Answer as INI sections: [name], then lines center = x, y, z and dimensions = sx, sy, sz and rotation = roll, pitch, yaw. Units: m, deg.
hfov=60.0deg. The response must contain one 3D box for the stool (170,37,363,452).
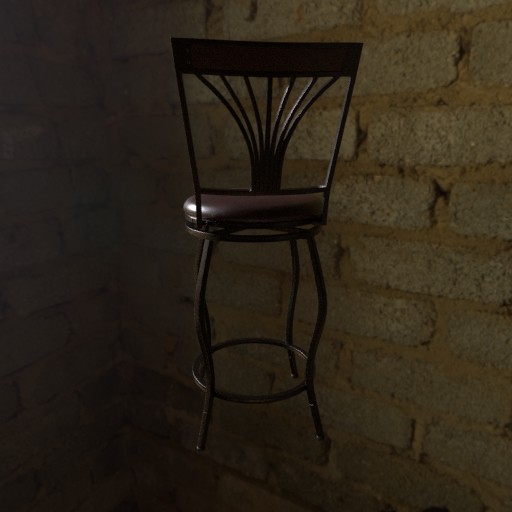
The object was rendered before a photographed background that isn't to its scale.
[stool]
center = 0.000, 0.000, 1.344
dimensions = 0.433, 1.117, 0.514
rotation = -2, 15, -7
